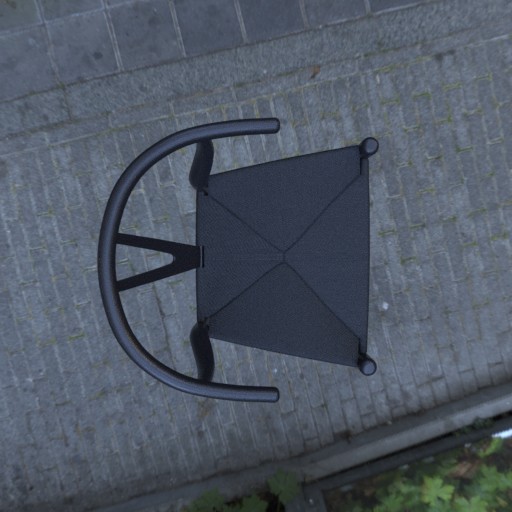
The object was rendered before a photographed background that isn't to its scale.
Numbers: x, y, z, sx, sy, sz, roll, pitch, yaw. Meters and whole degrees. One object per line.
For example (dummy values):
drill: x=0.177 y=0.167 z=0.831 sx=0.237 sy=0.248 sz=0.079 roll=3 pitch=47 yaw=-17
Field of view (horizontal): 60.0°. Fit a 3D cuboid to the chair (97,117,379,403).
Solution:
chair: x=0.000 y=0.000 z=1.156 sx=0.579 sy=0.730 sz=0.569 roll=0 pitch=92 yaw=0
